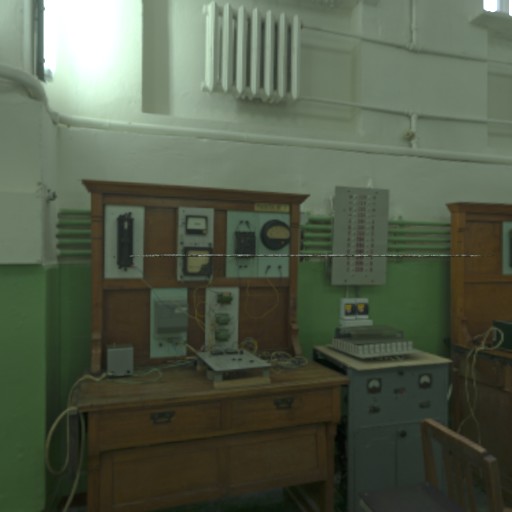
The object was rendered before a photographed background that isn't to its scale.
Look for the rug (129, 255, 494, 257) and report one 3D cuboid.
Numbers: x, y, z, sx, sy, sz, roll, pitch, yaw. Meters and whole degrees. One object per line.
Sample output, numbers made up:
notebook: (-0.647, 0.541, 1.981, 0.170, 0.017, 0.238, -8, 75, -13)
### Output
rug: (0.000, 0.000, 2.272, 1.219, 0.008, 1.829, 0, 0, -19)
